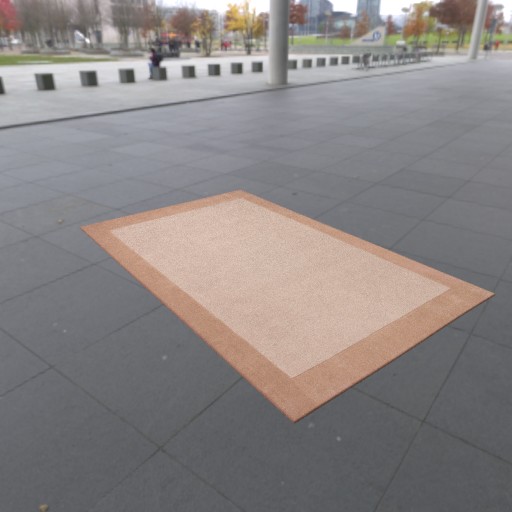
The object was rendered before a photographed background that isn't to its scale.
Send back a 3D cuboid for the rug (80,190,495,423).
[{"bbox_3d":[0.000,0.000,2.942,1.524,0.014,2.438,-19,32,-33],"label":"rug"}]
